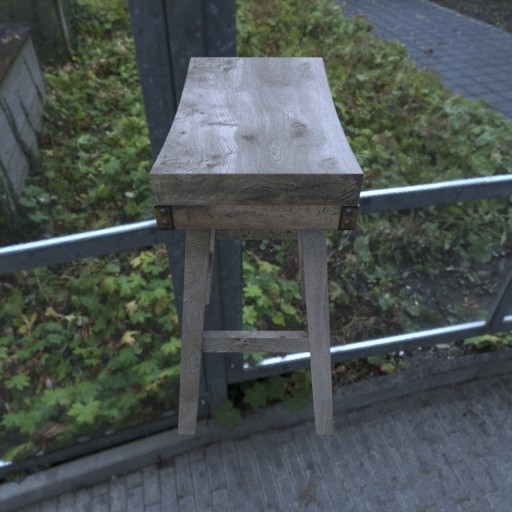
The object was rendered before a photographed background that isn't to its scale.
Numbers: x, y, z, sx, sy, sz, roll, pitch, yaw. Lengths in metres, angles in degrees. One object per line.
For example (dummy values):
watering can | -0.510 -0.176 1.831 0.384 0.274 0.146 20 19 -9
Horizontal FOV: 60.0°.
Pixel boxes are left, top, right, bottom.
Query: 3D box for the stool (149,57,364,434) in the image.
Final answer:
stool | 0.000 0.000 0.896 0.330 0.635 0.450 0 41 0
